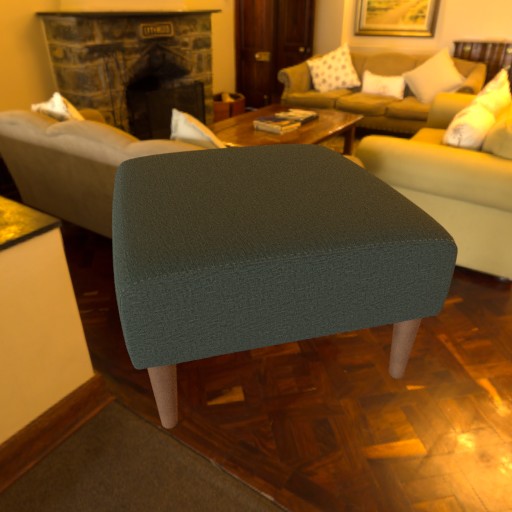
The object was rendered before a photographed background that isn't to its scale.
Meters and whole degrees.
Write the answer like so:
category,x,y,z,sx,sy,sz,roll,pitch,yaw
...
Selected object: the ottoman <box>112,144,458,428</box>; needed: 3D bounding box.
category,x,y,z,sx,sy,sz,roll,pitch,yaw
ottoman,0.000,0.000,1.094,0.649,0.398,0.650,-8,30,-13
